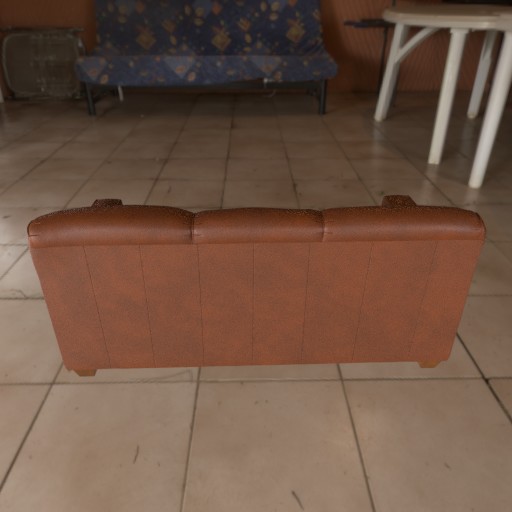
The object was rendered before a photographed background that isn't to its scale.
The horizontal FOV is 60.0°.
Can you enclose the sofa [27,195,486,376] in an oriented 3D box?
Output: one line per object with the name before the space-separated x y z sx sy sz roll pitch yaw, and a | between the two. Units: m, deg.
sofa | 0.000 0.000 2.525 2.039 0.953 1.008 -1 30 -2
